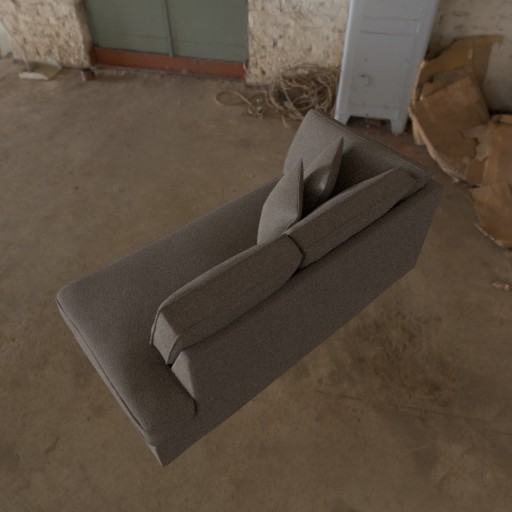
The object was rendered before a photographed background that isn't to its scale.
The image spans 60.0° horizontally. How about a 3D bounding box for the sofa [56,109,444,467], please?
[{"bbox_3d":[0.000,0.000,2.779,2.237,1.033,1.110,-32,53,-27],"label":"sofa"}]
